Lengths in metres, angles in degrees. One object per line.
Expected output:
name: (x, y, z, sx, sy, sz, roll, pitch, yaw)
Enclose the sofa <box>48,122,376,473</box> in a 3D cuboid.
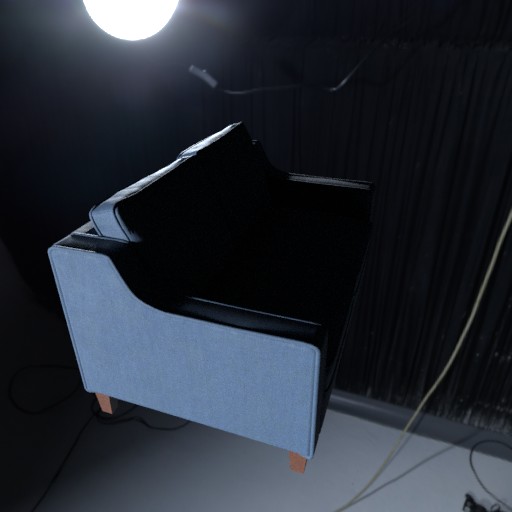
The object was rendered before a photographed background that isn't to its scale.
sofa: (0.000, 0.000, 2.141, 0.987, 0.971, 1.501, 10, 31, 17)
